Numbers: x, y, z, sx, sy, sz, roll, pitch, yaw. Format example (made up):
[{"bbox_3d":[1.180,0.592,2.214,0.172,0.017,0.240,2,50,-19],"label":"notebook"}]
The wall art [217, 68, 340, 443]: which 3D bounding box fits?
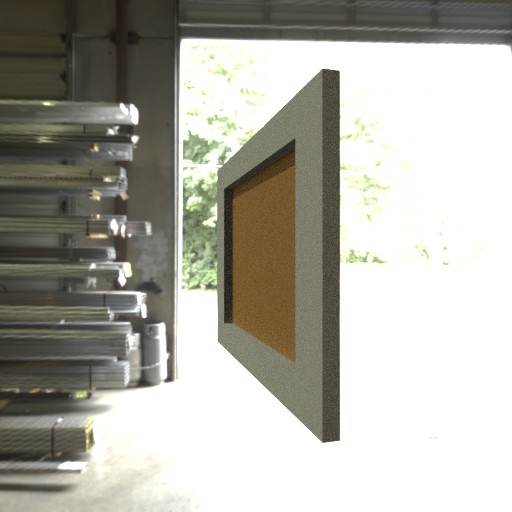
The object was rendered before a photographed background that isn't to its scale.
[{"bbox_3d":[0.000,0.000,1.168,0.033,0.617,0.906,0,0,-16],"label":"wall art"}]
